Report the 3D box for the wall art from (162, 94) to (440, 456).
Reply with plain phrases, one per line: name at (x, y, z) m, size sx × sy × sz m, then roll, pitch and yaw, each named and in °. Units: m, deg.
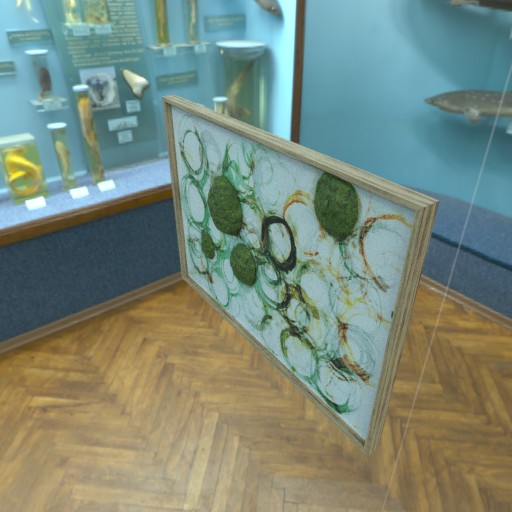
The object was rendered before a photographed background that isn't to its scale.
wall art at (0.000, 0.000, 1.098) m, size 0.063 × 0.609 × 0.841 m, roll -22°, pitch 39°, yaw -30°
